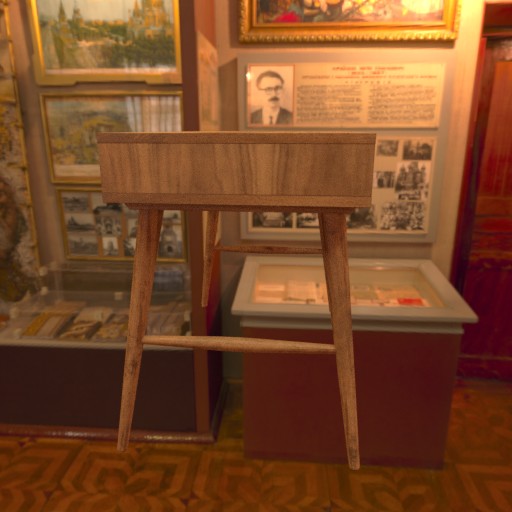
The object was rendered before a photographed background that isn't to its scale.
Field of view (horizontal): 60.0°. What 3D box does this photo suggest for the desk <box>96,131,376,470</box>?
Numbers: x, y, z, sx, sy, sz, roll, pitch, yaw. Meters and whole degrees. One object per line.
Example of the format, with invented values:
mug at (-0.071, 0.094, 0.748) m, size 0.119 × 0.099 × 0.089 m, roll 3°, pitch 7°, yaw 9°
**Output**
desk at (0.000, 0.000, 1.405) m, size 0.588 × 0.758 × 0.949 m, roll 2°, pitch 16°, yaw 6°
